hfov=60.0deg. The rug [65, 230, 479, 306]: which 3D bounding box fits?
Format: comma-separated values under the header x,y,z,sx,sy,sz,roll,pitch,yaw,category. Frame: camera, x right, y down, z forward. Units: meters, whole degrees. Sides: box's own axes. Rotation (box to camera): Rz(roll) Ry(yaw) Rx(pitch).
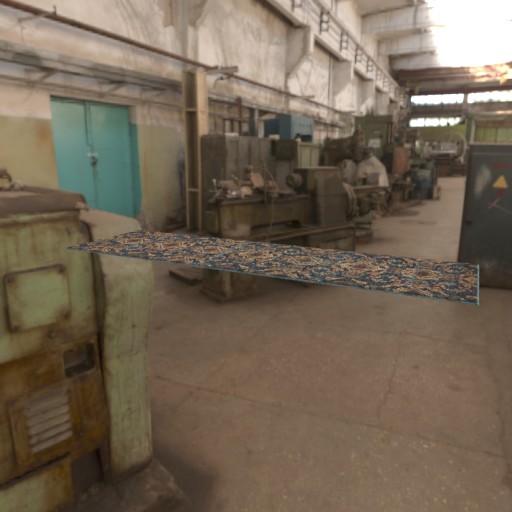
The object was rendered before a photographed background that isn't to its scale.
x,y,z,sx,sy,sz,roll,pitch,yaw,category
0.000,0.000,2.536,2.292,0.014,0.685,7,15,25,rug
